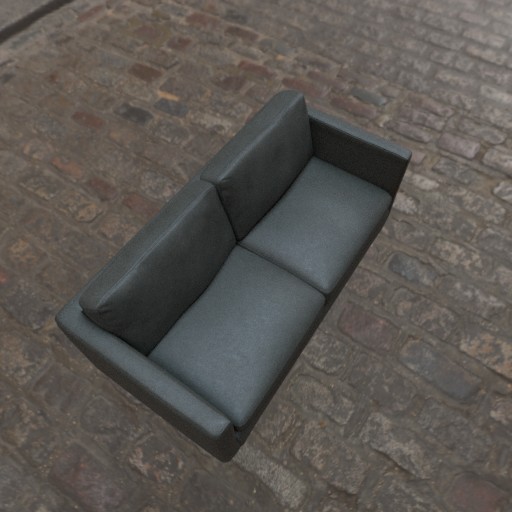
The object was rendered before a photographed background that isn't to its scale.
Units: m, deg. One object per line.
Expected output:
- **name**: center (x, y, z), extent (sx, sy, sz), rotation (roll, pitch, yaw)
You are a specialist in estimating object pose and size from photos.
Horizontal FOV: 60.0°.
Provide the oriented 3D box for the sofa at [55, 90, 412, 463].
- **sofa**: center (0.000, 0.000, 2.473), extent (0.951, 0.933, 1.883), rotation (30, 63, 17)
